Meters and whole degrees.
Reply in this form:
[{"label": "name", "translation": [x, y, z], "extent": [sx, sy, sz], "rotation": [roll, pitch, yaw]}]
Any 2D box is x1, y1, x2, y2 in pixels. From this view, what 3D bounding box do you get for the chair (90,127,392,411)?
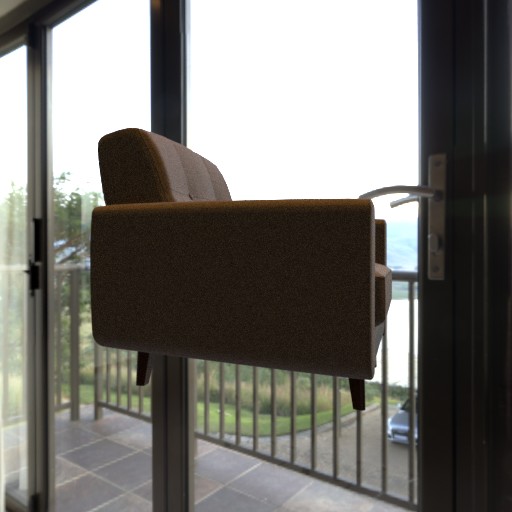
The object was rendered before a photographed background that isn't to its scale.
[{"label": "chair", "translation": [0.000, 0.000, 1.573], "extent": [0.907, 0.839, 0.831], "rotation": [0, 0, 19]}]
